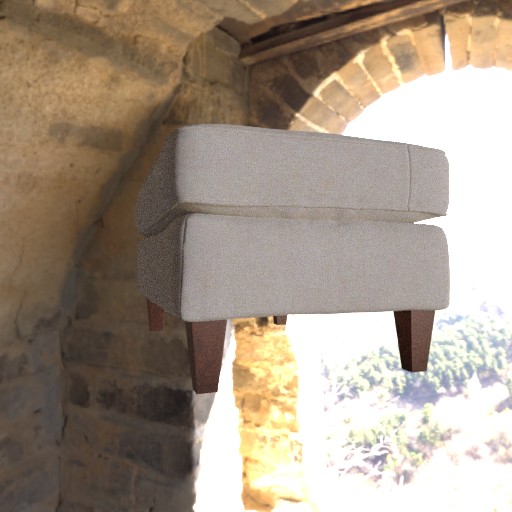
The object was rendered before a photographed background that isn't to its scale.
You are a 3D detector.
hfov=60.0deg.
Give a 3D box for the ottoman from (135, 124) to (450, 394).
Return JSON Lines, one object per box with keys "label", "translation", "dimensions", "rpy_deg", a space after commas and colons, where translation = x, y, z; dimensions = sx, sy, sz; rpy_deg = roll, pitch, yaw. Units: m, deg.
{"label": "ottoman", "translation": [0.000, 0.000, 1.198], "dimensions": [0.583, 0.484, 0.862], "rpy_deg": [0, -1, -19]}
